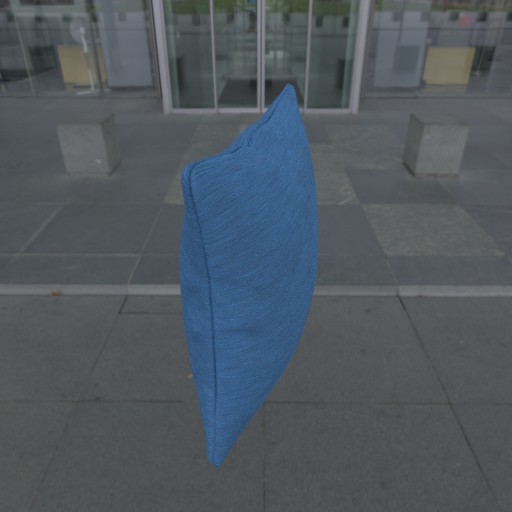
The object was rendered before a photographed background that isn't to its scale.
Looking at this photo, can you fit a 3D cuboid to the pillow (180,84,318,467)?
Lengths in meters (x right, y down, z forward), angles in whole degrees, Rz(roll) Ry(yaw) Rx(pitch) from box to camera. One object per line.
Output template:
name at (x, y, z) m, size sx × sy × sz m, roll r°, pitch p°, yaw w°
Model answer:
pillow at (0.000, 0.000, 0.661) m, size 0.177 × 0.420 × 0.437 m, roll 8°, pitch 32°, yaw 13°
